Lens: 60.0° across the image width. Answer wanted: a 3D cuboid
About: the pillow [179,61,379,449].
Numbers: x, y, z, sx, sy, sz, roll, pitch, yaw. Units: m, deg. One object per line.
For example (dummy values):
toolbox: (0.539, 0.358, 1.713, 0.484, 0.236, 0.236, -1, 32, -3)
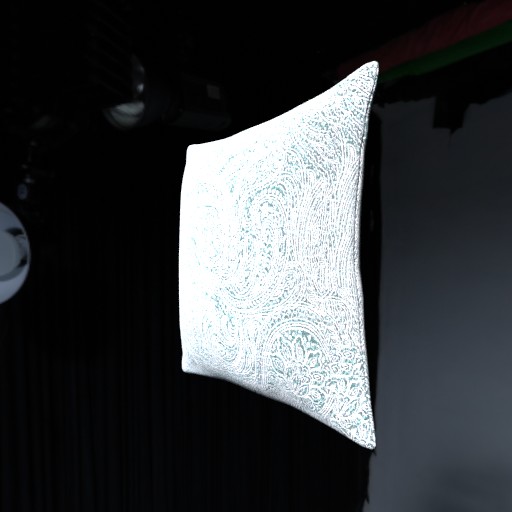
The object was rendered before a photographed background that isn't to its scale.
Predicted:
pillow: (0.000, 0.000, 0.787, 0.166, 0.507, 0.526, 1, -2, -36)
